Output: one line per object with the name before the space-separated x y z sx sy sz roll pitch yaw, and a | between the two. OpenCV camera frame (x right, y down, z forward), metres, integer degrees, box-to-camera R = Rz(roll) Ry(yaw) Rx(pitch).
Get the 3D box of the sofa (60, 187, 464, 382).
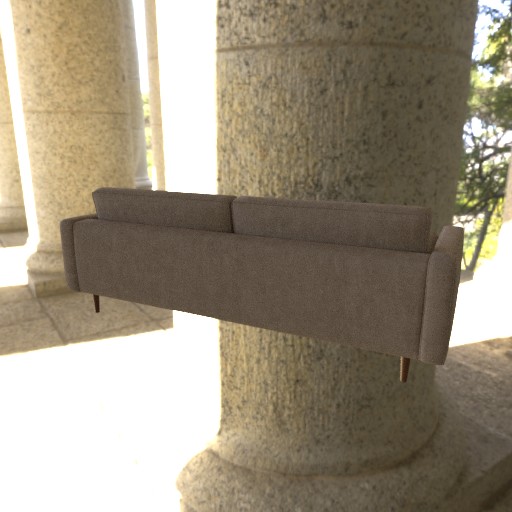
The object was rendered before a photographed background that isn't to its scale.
sofa | 0.000 0.000 2.616 2.200 0.770 0.919 7 16 25
